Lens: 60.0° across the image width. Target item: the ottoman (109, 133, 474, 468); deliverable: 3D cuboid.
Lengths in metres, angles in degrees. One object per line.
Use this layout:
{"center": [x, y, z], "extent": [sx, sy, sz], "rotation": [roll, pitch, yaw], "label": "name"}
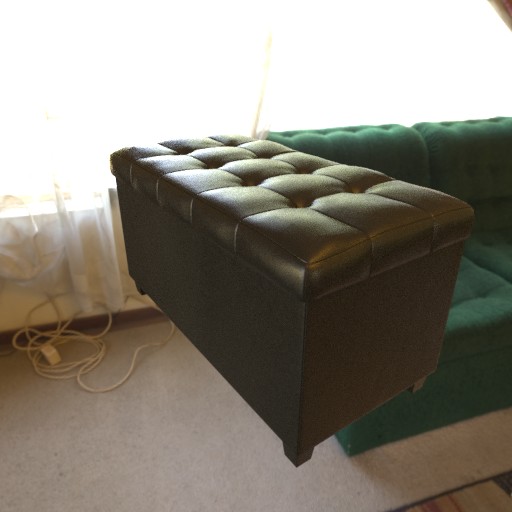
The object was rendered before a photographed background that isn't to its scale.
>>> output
{"center": [0.000, 0.000, 1.101], "extent": [0.432, 0.470, 0.838], "rotation": [-17, 31, -31], "label": "ottoman"}
